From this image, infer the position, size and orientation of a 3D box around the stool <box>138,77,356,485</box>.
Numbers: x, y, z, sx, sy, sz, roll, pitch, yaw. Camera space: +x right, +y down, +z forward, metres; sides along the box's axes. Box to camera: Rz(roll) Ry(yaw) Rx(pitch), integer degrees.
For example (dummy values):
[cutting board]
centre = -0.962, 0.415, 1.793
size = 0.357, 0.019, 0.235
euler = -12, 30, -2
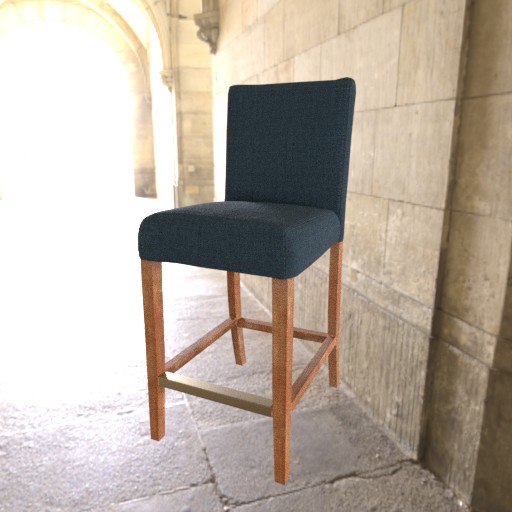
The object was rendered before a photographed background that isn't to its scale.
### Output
[stool]
centre = 0.000, 0.000, 1.325
size = 0.454, 1.039, 0.567
euler = 7, 15, 25
